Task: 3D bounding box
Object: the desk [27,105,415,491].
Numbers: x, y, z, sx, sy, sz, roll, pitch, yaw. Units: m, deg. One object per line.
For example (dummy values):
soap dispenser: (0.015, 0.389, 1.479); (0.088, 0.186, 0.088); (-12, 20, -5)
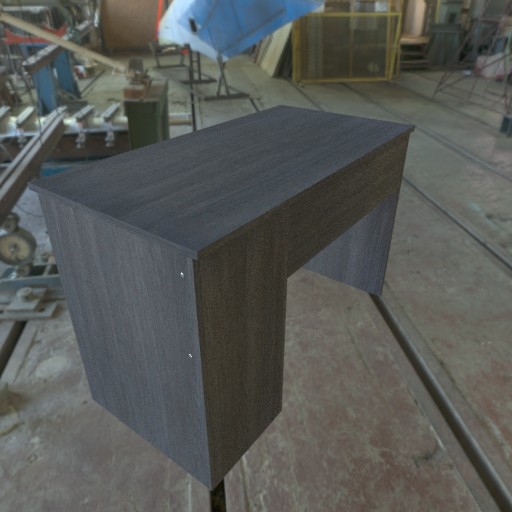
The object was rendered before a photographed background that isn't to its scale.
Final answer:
desk: (0.000, 0.000, 1.486); (0.560, 0.730, 1.096); (21, 36, 31)
